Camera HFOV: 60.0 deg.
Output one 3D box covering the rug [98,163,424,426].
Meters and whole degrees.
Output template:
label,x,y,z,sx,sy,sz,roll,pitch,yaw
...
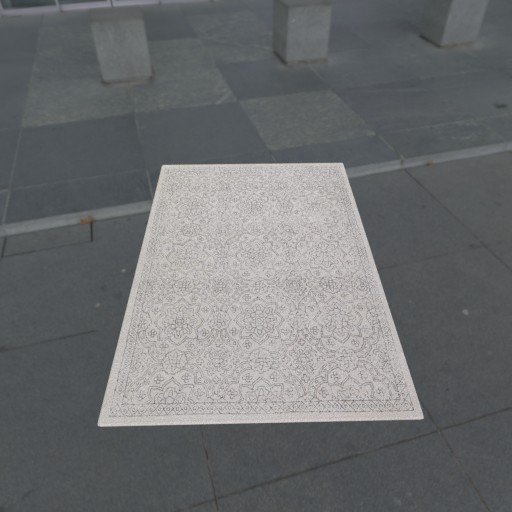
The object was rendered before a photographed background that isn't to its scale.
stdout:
label,x,y,z,sx,sy,sz,roll,pitch,yaw
rug,0.000,0.000,2.901,1.524,0.011,2.286,-1,43,-1
